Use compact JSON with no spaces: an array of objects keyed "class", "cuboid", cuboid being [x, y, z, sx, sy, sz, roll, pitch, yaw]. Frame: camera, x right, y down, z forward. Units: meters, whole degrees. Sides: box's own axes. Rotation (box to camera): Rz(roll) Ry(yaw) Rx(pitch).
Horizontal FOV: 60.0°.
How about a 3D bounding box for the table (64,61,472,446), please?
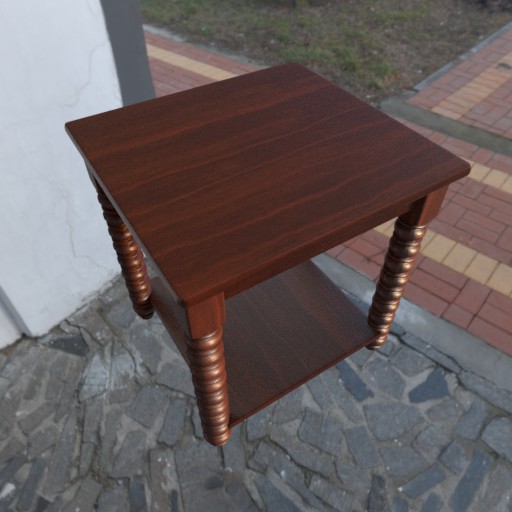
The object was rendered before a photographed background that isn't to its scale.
[{"class":"table","cuboid":[0.000,0.000,0.975,0.533,0.567,0.500,-24,51,-22]}]
